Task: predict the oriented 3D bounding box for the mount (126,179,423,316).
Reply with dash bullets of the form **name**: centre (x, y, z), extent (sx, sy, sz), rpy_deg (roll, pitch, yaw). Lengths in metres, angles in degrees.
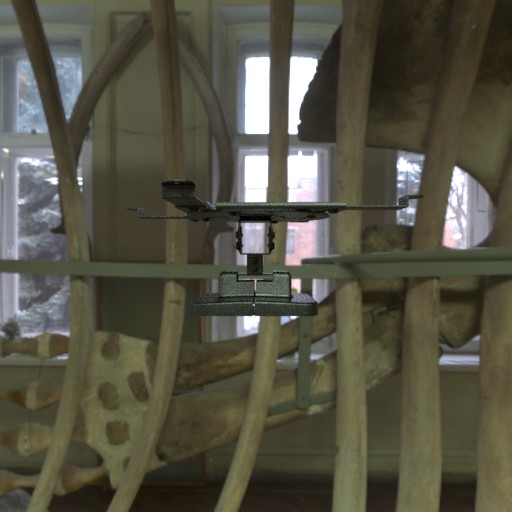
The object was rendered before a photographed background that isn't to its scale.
- **mount**: centre (0.000, 0.000, 0.594), extent (0.394, 0.141, 0.394), rpy_deg (0, 1, 1)
